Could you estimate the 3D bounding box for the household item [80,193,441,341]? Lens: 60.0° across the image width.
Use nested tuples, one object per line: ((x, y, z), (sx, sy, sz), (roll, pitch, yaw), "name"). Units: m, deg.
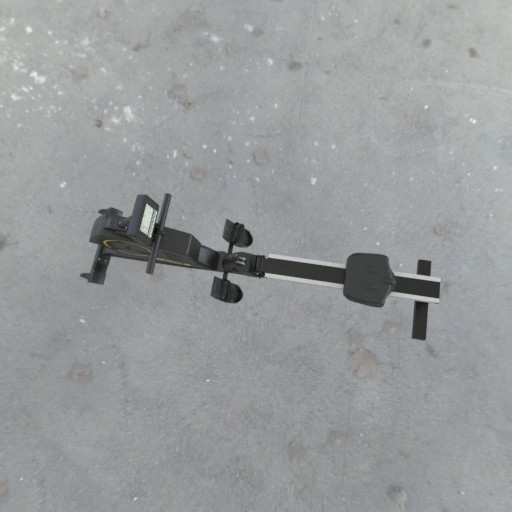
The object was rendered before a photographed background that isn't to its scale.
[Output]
((0.000, 0.000, 2.554), (2.251, 0.810, 0.521), (9, 75, 3), "household item")
